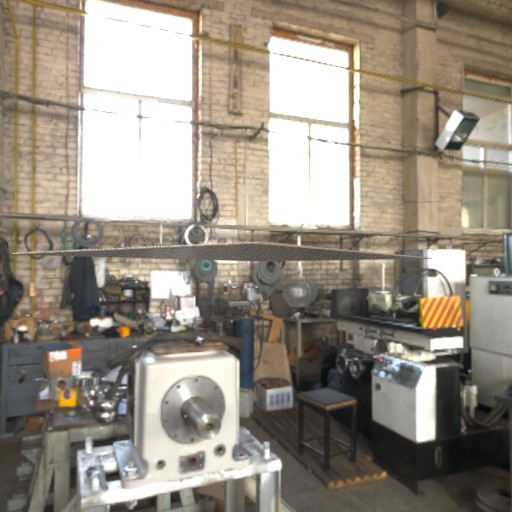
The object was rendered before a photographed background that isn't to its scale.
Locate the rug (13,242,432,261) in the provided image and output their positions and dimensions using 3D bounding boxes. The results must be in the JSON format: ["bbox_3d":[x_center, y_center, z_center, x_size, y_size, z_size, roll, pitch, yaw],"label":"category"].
[{"bbox_3d":[0.000,0.000,2.800,1.609,0.013,2.214,-1,-2,35],"label":"rug"}]
